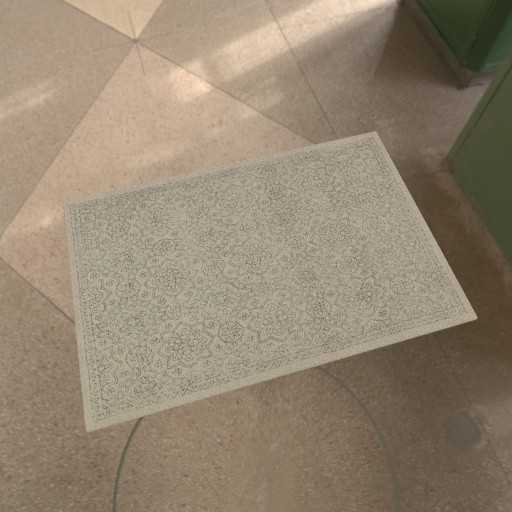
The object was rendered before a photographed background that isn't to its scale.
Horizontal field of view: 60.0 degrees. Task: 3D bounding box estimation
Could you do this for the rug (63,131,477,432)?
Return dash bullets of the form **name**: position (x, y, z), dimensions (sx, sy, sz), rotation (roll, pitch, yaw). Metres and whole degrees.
- **rug**: position (0.000, 0.000, 2.244), dimensions (1.829, 0.010, 1.219), rotation (-14, 63, -7)
